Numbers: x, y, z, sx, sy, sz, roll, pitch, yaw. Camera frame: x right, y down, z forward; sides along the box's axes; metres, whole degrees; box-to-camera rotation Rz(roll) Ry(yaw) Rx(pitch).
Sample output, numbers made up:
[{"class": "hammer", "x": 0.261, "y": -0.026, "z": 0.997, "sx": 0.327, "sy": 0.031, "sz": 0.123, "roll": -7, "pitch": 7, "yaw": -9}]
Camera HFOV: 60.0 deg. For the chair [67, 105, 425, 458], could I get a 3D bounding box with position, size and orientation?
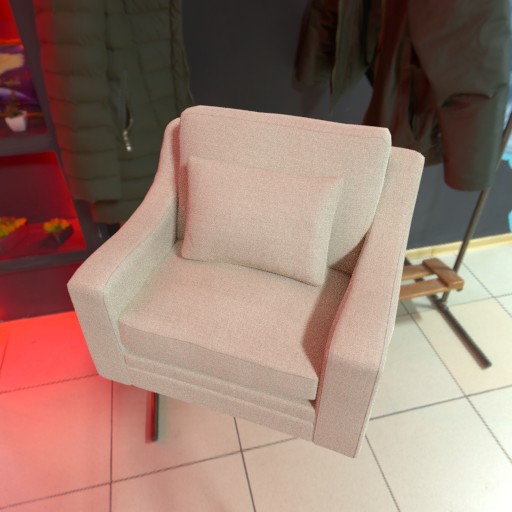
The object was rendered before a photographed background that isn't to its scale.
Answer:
[{"class": "chair", "x": 0.000, "y": 0.000, "z": 1.881, "sx": 1.178, "sy": 1.016, "sz": 1.009, "roll": 13, "pitch": 42, "yaw": 14}]
